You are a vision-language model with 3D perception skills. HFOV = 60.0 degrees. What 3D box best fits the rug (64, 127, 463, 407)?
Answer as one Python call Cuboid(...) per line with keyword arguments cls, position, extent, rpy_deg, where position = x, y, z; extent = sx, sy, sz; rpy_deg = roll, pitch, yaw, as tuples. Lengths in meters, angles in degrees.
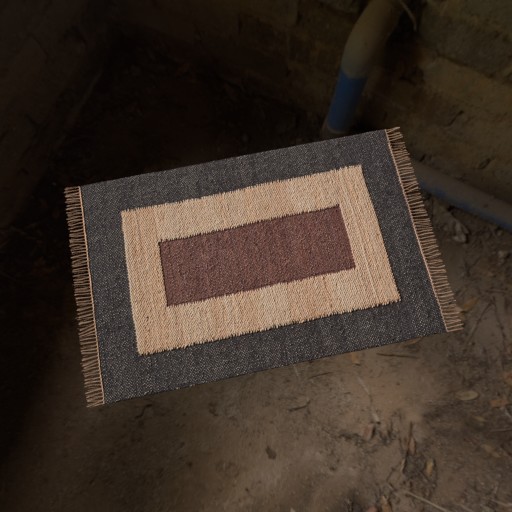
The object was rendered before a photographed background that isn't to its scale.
Cuboid(cls="rug", position=(0.000, 0.000, 2.450), extent=(2.021, 0.027, 1.224), rpy_deg=(-11, 76, -3))
